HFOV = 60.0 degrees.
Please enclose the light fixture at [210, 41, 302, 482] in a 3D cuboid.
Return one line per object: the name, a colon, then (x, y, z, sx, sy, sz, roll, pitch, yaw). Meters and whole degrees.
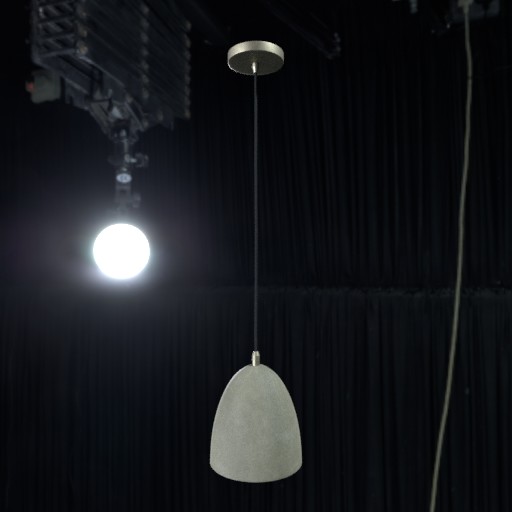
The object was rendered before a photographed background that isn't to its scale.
light fixture: (0.000, 0.000, 0.831, 0.170, 0.759, 0.170, 0, -1, 17)
